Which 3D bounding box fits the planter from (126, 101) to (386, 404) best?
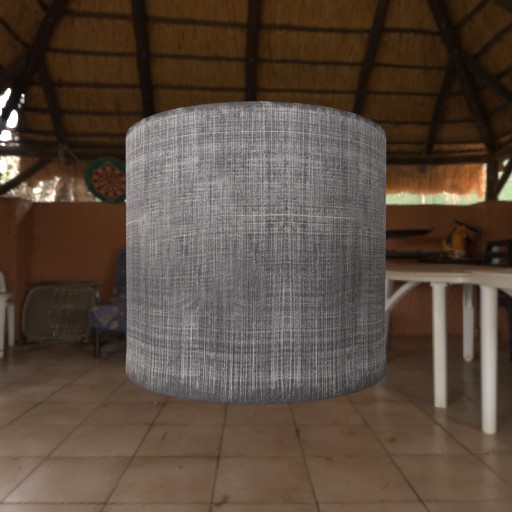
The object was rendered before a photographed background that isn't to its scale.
[{"bbox_3d":[0.000,0.000,0.315,0.178,0.157,0.178,0,0,0],"label":"planter"}]
